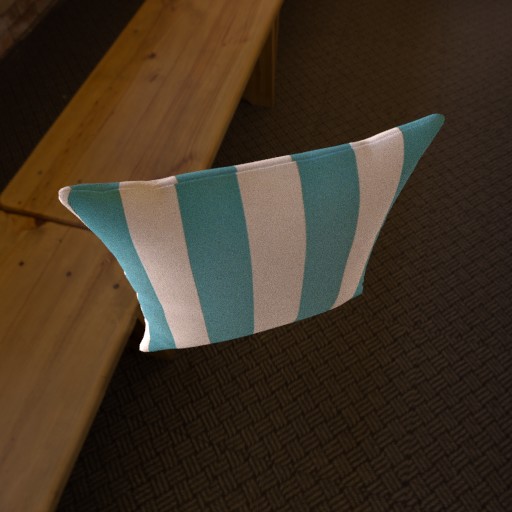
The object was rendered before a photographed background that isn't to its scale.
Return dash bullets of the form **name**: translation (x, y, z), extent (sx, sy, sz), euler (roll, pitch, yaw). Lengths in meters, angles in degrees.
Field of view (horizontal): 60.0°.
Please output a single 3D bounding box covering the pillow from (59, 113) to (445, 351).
- **pillow**: translation (0.000, 0.000, 0.797), extent (0.536, 0.526, 0.189), euler (-14, 59, -9)
